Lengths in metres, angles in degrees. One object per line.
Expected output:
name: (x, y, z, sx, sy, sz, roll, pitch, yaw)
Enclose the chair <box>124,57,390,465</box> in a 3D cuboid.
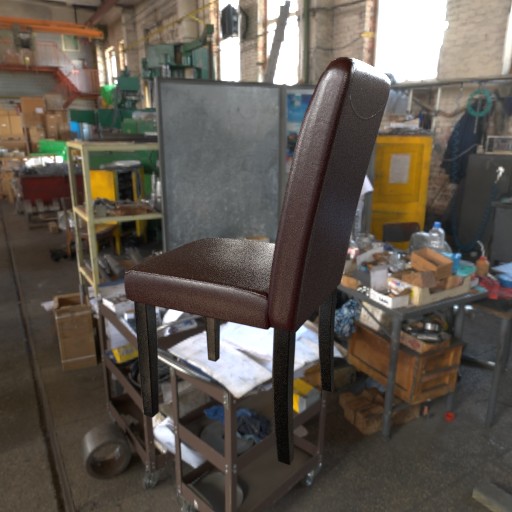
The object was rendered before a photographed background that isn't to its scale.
chair: (0.000, 0.000, 1.159, 0.556, 0.897, 0.399, 8, 18, 25)
